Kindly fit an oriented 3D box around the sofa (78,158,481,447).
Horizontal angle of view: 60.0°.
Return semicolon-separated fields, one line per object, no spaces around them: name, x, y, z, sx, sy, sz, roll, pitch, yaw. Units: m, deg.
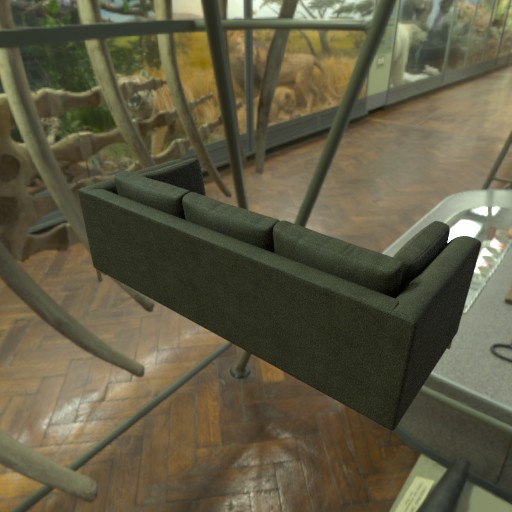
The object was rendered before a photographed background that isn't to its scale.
sofa;0.000;0.000;2.897;2.415;0.867;0.969;21;35;33
